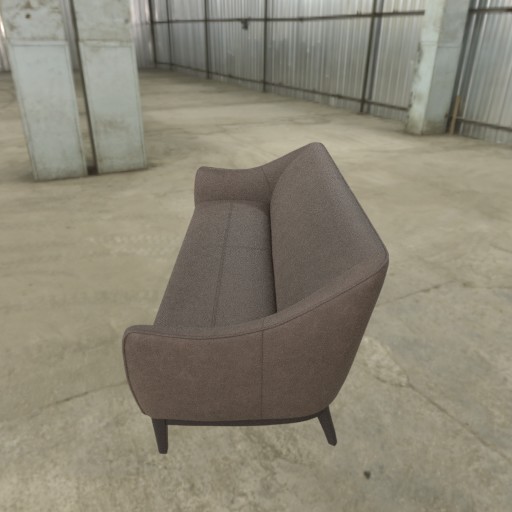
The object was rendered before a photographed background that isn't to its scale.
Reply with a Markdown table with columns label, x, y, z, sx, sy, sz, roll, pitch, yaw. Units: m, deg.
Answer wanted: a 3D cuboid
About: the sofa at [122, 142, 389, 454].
| label | x | y | z | sx | sy | sz | roll | pitch | yaw |
| --- | --- | --- | --- | --- | --- | --- | --- | --- | --- |
| sofa | 0.000 | 0.000 | 2.296 | 0.869 | 0.831 | 1.928 | 0 | 26 | 0 |
